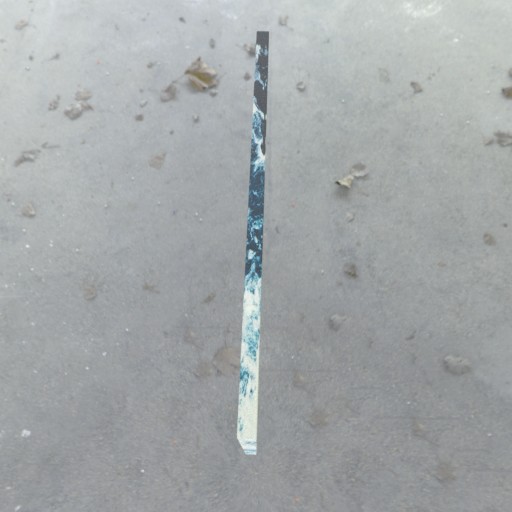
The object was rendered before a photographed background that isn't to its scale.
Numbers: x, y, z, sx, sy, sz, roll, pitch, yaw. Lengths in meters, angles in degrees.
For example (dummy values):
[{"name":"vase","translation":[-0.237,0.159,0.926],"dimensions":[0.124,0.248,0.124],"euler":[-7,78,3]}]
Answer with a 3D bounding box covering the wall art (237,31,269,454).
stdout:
[{"name":"wall art","translation":[0.000,0.000,1.903],"dimensions":[0.055,1.017,1.524],"euler":[2,64,1]}]
